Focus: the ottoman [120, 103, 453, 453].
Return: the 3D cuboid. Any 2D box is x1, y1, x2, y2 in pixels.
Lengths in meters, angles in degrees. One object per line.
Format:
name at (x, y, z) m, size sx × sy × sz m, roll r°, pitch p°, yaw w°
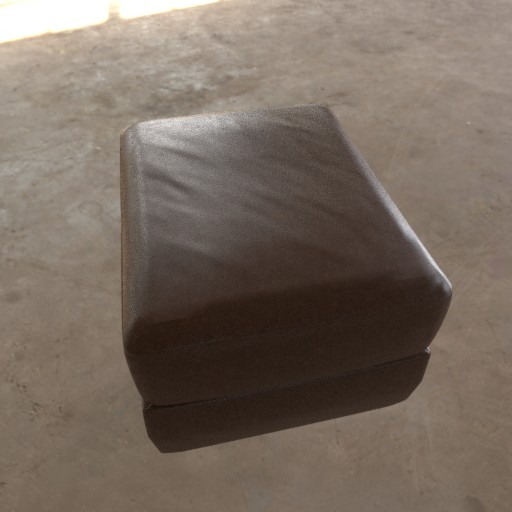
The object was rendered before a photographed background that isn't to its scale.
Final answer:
ottoman at (0.000, 0.000, 1.106) m, size 0.603 × 0.476 × 0.751 m, roll -9°, pitch 47°, yaw -9°
